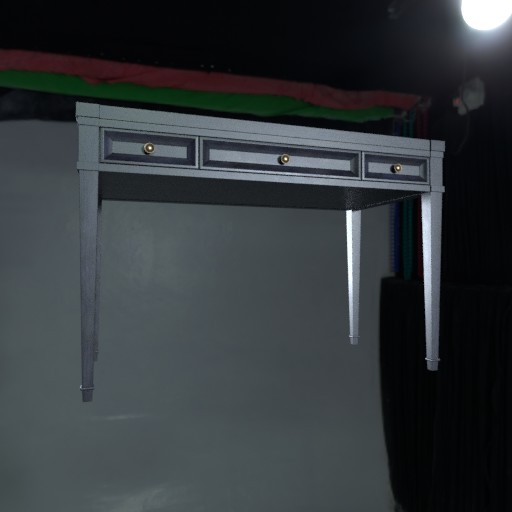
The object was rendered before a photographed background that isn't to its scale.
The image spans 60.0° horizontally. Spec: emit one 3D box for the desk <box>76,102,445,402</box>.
[{"bbox_3d":[0.000,0.000,1.755,1.289,0.861,0.630,0,-1,-18],"label":"desk"}]
